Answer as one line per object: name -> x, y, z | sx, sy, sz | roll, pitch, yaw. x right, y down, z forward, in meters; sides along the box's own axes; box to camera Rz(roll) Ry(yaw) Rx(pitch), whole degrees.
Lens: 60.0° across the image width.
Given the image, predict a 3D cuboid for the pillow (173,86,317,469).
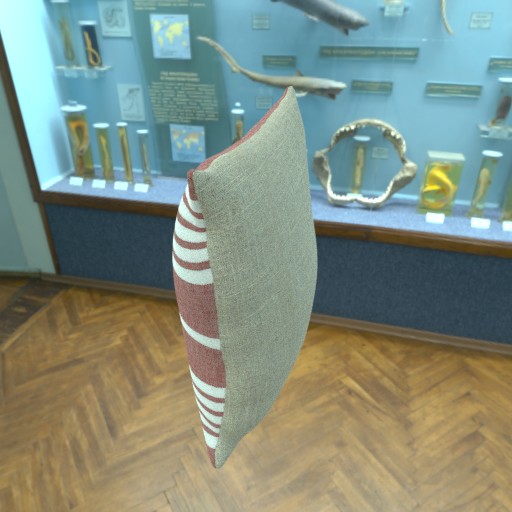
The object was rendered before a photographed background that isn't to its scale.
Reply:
pillow -> 0.000, 0.000, 0.674 | 0.182, 0.427, 0.439 | 8, 31, 14
